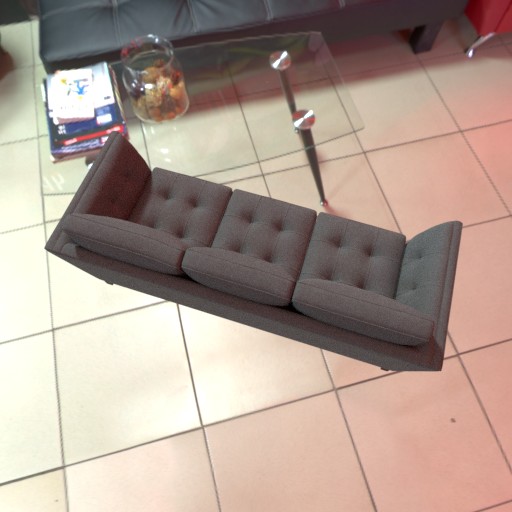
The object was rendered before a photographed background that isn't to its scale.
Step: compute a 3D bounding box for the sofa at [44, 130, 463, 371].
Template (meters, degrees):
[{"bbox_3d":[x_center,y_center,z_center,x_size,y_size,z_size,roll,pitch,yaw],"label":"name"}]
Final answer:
[{"bbox_3d":[0.000,0.000,2.979,2.387,0.940,0.965,16,66,8],"label":"sofa"}]
